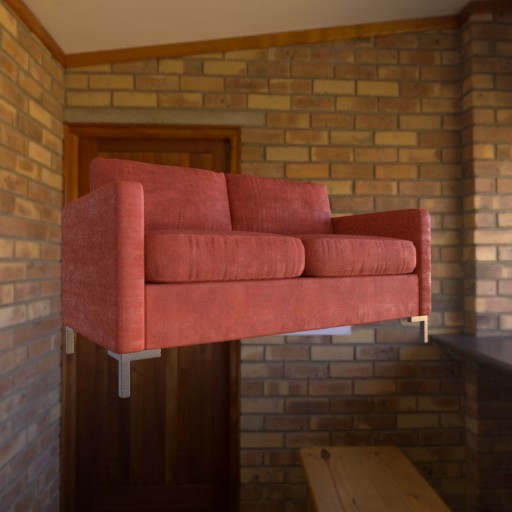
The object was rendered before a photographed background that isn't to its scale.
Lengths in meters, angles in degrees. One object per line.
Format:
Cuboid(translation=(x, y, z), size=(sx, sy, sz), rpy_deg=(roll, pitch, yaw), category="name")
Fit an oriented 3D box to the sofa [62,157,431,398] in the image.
Cuboid(translation=(0.000, 0.000, 2.100), size=(1.574, 0.896, 0.864), rpy_deg=(1, -1, -34), category="sofa")
